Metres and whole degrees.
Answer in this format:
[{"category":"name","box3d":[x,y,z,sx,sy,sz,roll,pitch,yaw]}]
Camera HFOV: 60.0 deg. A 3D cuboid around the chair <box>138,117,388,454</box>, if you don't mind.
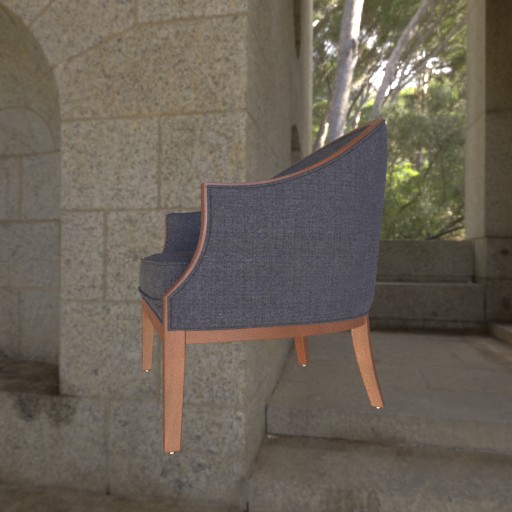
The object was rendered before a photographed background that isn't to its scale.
[{"category":"chair","box3d":[0.000,0.000,1.440,0.735,0.876,0.803,0,0,-18]}]
